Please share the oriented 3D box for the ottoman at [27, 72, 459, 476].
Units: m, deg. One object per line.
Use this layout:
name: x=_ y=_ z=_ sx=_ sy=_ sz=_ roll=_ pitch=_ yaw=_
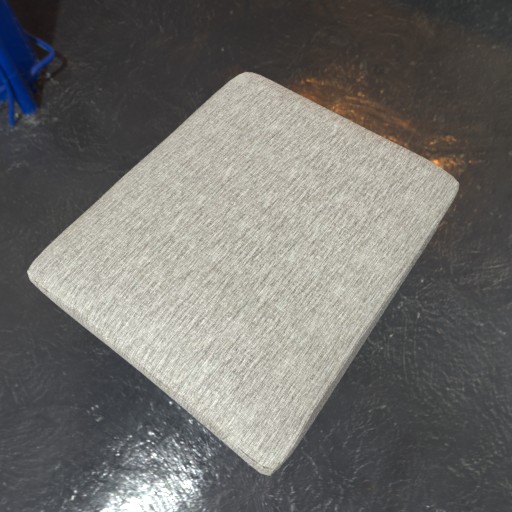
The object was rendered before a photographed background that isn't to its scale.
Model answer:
ottoman: x=0.000 y=0.000 z=1.411 sx=0.839 sy=0.492 sz=0.994 roll=33 pitch=67 yaw=16
